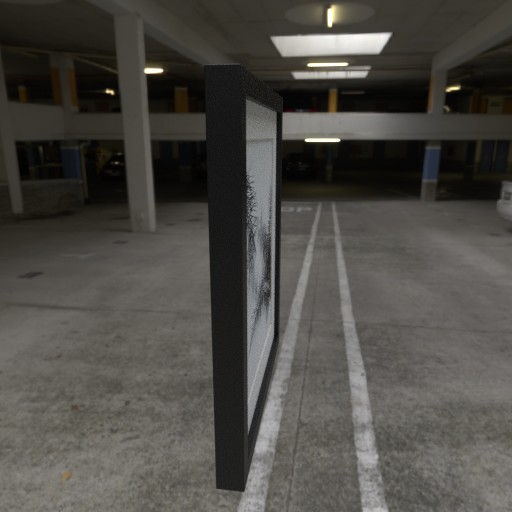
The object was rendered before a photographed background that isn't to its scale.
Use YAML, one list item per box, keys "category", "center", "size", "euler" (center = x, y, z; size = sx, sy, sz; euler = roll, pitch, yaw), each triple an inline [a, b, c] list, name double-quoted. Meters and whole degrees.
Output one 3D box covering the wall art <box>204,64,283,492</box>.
- category: "wall art"
  center: [0.000, 0.000, 0.532]
  size: [0.028, 0.380, 0.325]
  euler: [2, 15, 8]
